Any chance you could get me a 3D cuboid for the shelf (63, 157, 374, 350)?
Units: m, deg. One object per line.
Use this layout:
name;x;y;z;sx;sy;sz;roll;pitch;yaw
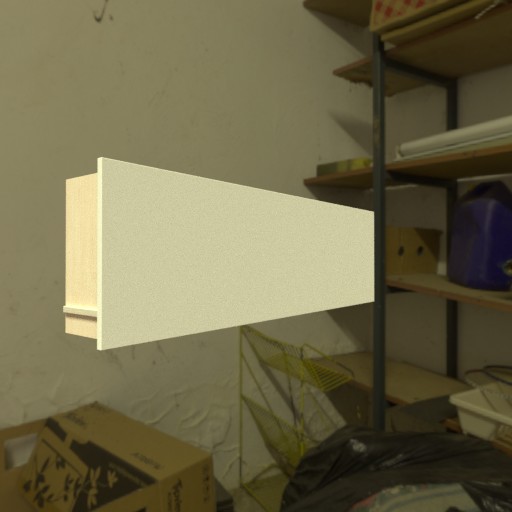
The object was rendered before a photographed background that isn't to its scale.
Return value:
shelf;0.000;0.000;1.148;0.200;0.300;1.020;0;-1;39
